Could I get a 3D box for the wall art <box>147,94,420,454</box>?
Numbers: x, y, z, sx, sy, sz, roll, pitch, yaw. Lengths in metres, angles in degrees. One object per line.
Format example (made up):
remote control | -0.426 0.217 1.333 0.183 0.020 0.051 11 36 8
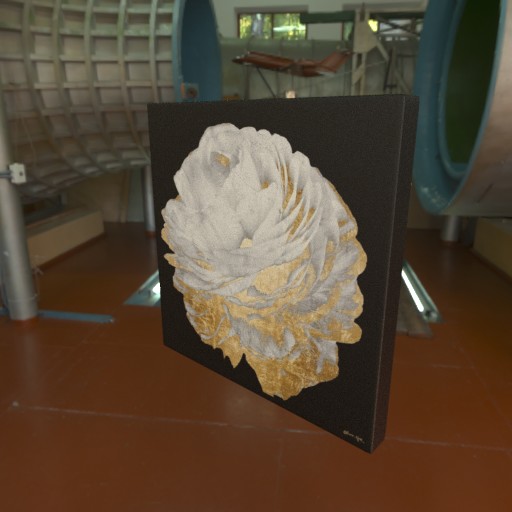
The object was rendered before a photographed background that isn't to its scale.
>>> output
wall art | 0.000 0.000 0.612 0.406 0.407 0.041 15 23 40
